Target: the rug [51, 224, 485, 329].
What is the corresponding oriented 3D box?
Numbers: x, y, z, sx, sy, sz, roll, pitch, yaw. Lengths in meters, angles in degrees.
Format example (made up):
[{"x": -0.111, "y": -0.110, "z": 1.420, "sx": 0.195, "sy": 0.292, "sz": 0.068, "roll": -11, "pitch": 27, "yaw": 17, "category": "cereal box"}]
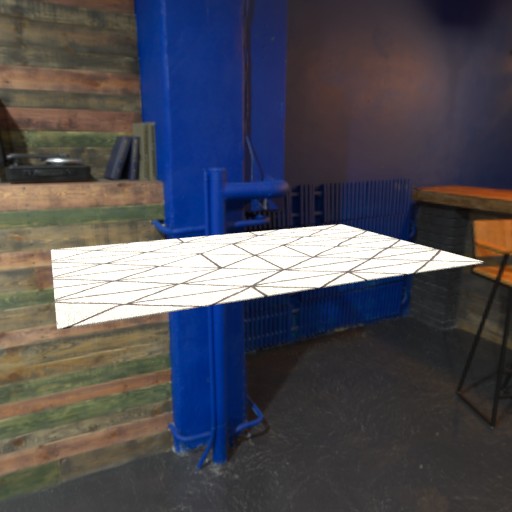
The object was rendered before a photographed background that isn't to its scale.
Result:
[{"x": 0.000, "y": 0.000, "z": 2.947, "sx": 2.465, "sy": 0.008, "sz": 1.526, "roll": -6, "pitch": 15, "yaw": -24, "category": "rug"}]
